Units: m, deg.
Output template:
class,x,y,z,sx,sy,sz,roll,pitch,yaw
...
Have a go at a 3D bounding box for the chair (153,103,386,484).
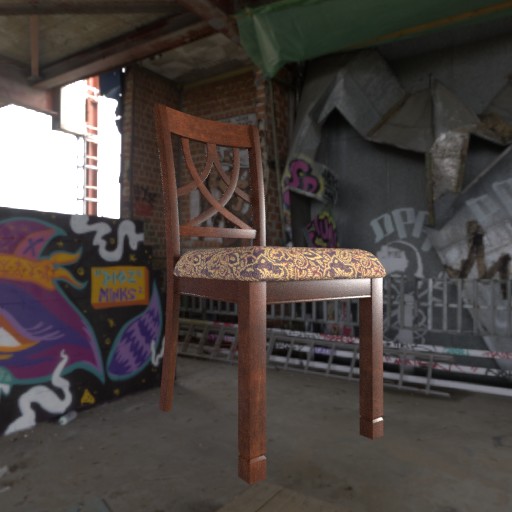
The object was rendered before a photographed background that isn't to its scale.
class,x,y,z,sx,sy,sz,roll,pitch,yaw
chair,0.000,0.000,1.284,0.457,0.965,0.584,1,-1,-37
